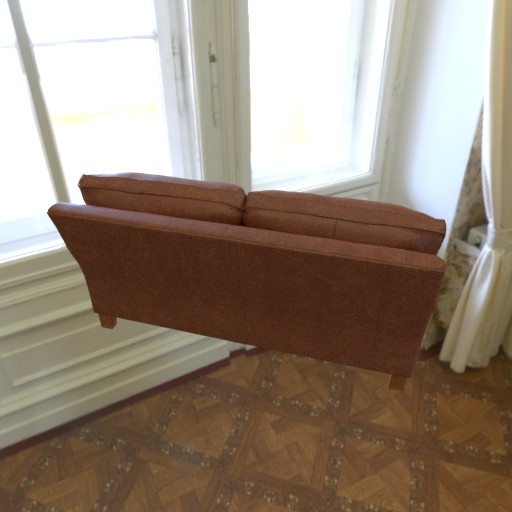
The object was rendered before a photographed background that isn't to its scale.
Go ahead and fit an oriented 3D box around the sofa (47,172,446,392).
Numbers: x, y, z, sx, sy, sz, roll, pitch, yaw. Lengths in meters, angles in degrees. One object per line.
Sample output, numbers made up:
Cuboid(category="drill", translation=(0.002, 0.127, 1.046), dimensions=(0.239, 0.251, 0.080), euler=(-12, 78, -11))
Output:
Cuboid(category="sofa", translation=(0.000, 0.000, 2.832), dimensions=(2.144, 1.071, 1.147), euler=(9, 33, 14))
